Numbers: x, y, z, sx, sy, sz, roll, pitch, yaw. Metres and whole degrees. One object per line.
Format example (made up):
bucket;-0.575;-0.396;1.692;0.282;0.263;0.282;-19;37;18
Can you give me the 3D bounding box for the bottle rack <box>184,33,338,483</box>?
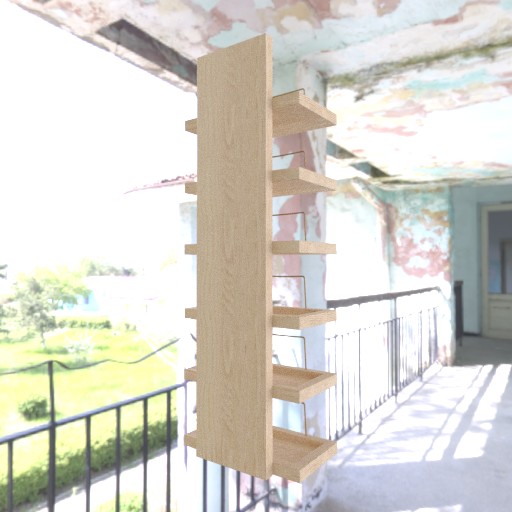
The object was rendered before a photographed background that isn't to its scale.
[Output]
bottle rack;0.000;0.000;1.075;0.330;0.943;0.206;-1;-1;36
